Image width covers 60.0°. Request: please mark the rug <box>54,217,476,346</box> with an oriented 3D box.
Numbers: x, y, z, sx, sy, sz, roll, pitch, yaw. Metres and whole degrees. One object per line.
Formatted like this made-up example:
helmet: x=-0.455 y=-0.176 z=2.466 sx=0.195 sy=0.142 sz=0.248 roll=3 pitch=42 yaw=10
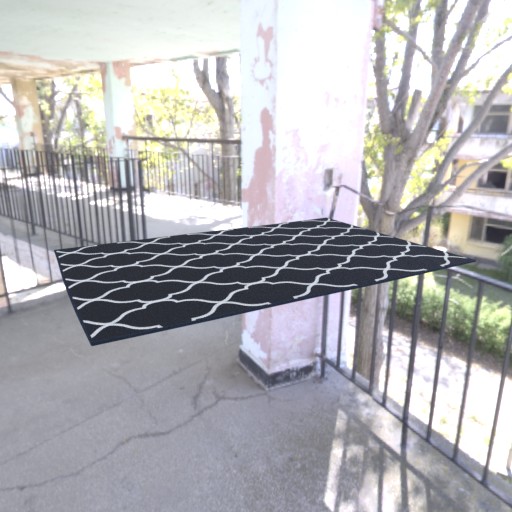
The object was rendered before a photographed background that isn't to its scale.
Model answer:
rug: x=0.000 y=0.000 z=2.853 sx=2.290 sy=0.014 sz=1.526 roll=-9 pitch=19 yaw=-27
